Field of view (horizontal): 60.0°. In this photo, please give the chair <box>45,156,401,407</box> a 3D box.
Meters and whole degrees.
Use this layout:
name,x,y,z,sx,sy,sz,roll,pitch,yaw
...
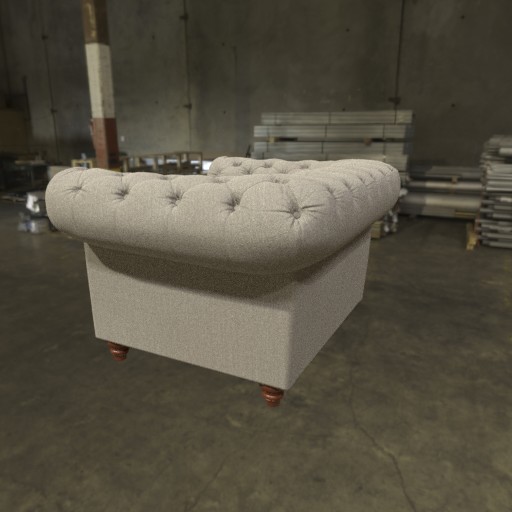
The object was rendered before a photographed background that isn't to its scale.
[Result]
name,x,y,z,sx,sy,sz,roll,pitch,yaw
chair,0.000,0.000,1.862,0.976,0.770,1.270,8,17,26
